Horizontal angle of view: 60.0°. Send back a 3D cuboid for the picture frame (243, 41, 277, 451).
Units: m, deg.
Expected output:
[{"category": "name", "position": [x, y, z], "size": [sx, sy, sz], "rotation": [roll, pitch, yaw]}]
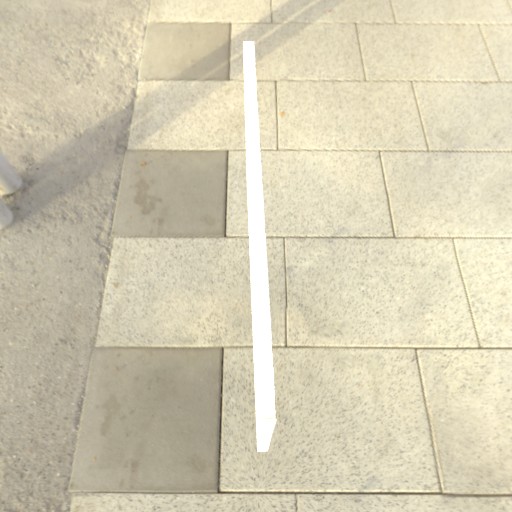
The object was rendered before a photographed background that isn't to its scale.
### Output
[{"category": "picture frame", "position": [0.000, 0.000, 1.235], "size": [0.029, 0.640, 0.950], "rotation": [-2, 62, -1]}]
